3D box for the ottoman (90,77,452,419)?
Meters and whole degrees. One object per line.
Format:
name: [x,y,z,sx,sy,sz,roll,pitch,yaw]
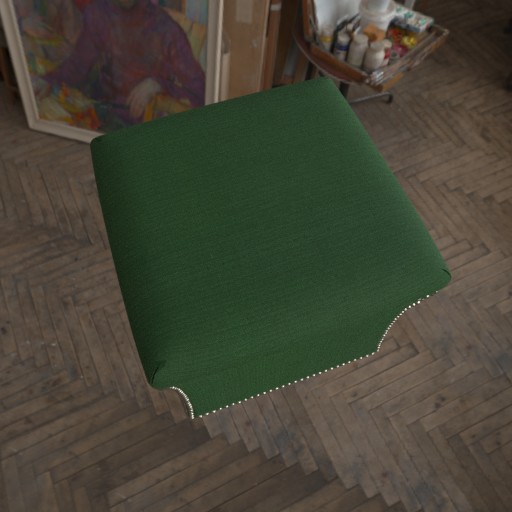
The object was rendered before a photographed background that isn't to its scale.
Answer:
ottoman: [0.000,0.000,0.929,0.507,0.475,0.497,-17,64,-9]
